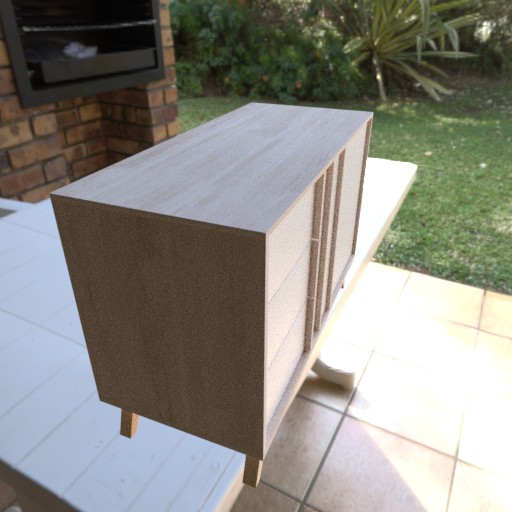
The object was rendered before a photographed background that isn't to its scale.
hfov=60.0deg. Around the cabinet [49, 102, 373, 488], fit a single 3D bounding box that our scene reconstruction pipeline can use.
[{"bbox_3d":[0.000,0.000,1.505,0.500,0.780,1.110,12,31,20],"label":"cabinet"}]
